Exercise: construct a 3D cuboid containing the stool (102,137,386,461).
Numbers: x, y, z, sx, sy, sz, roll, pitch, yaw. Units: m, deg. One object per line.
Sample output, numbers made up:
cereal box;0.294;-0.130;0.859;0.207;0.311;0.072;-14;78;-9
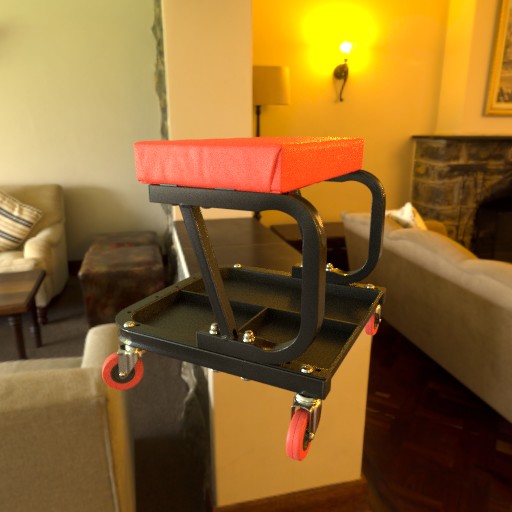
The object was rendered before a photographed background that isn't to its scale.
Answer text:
stool;0.000;0.000;0.742;0.371;0.380;0.446;8;18;26
